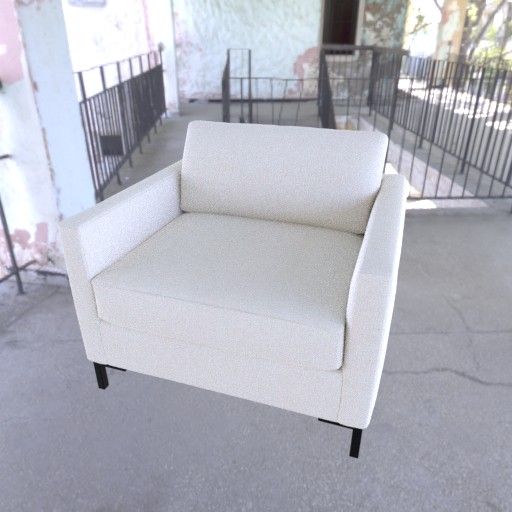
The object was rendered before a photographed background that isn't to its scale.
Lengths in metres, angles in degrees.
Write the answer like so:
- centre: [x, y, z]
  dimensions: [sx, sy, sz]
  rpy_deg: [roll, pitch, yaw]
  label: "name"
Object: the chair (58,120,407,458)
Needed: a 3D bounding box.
- centre: [0.000, 0.000, 1.575]
  dimensions: [0.964, 0.806, 0.875]
  rpy_deg: [9, 28, 17]
  label: "chair"
